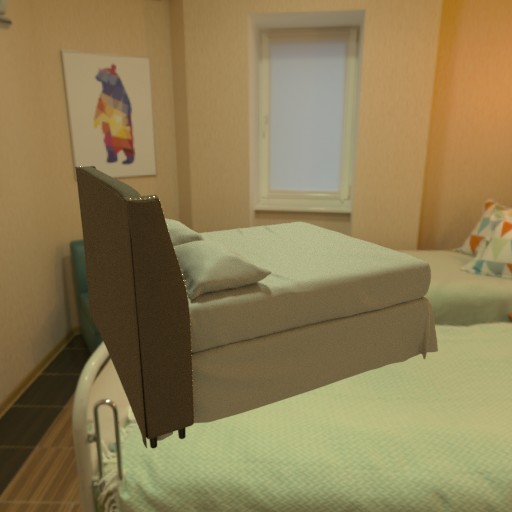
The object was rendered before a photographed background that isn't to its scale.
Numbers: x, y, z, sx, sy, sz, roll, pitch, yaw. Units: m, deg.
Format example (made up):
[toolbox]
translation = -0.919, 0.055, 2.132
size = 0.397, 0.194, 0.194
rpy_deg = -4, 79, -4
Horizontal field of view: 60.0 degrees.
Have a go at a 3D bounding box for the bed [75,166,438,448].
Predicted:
[bed]
translation = 0.000, 0.000, 3.387
size = 2.276, 1.332, 1.925
rpy_deg = -8, 18, -27
